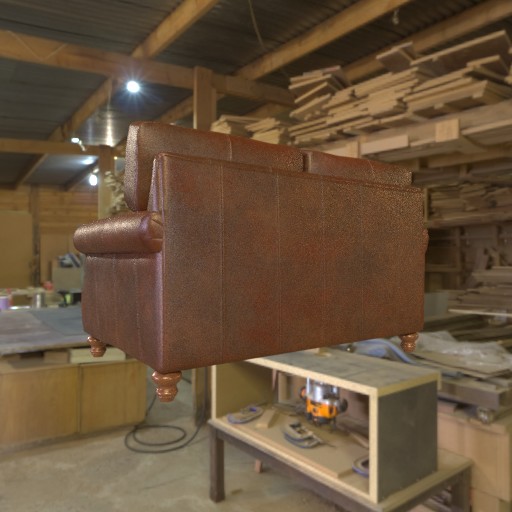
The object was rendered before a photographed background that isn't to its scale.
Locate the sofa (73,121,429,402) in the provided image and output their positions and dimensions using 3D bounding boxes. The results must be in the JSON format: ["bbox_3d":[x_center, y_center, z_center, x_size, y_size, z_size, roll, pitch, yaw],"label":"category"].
[{"bbox_3d":[0.000,0.000,2.234,1.616,0.976,0.990,0,0,-35],"label":"sofa"}]
